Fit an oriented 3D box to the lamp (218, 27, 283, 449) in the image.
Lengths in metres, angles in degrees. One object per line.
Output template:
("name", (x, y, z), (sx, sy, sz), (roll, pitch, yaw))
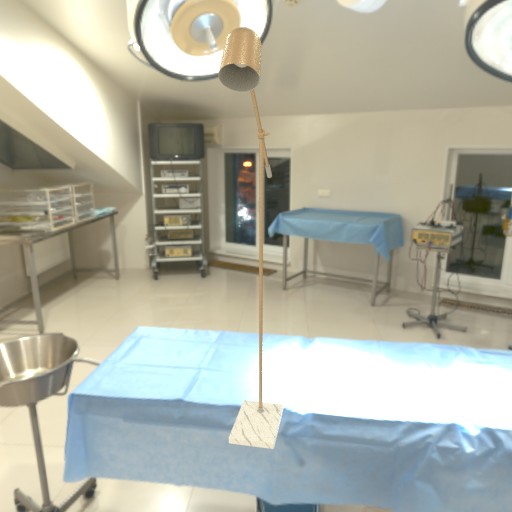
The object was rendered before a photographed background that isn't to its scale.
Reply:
("lamp", (0.000, 0.000, 1.775), (0.194, 1.594, 0.653), (3, 14, 11))
